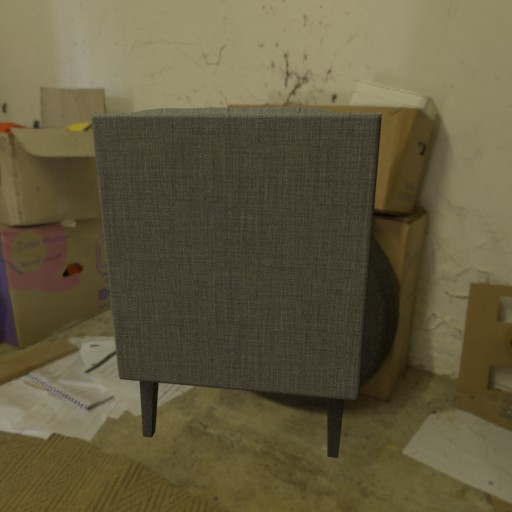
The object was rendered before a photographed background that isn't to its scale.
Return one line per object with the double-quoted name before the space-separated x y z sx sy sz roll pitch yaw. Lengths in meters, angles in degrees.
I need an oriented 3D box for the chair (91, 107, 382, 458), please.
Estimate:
"chair" 0.000 0.000 1.422 0.655 0.891 0.771 3 18 8
